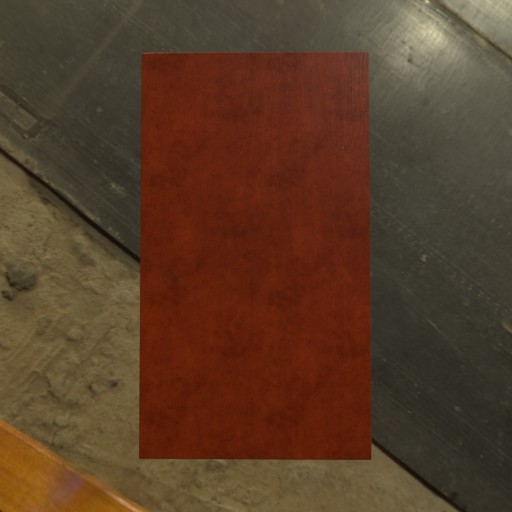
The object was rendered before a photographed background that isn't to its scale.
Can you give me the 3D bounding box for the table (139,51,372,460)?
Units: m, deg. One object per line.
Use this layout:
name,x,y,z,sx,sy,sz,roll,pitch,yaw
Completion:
table,0.000,0.000,1.250,0.533,0.456,0.943,0,89,1
